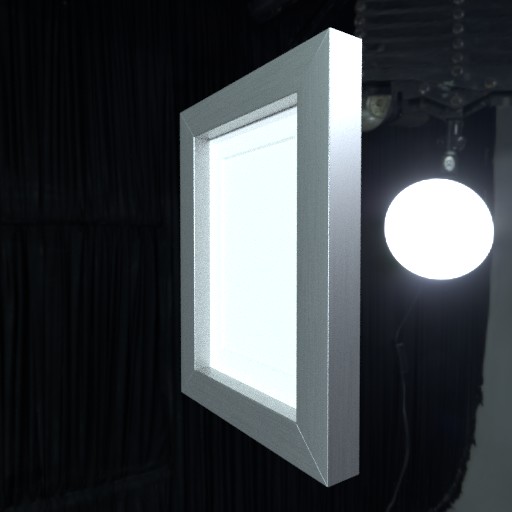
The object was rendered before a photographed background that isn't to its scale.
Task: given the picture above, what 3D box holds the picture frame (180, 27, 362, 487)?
[{"bbox_3d":[0.000,0.000,0.273,0.028,0.208,0.157,-1,2,-34],"label":"picture frame"}]
